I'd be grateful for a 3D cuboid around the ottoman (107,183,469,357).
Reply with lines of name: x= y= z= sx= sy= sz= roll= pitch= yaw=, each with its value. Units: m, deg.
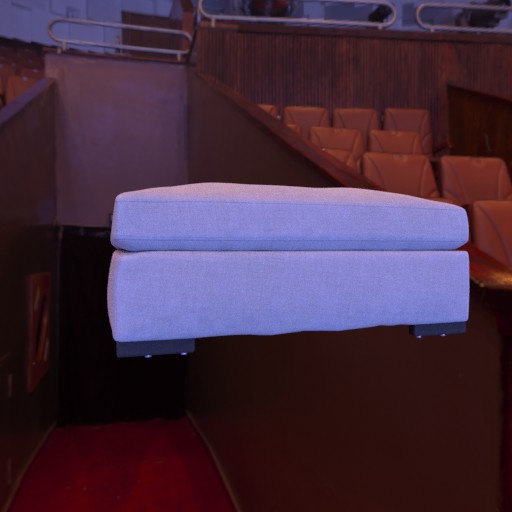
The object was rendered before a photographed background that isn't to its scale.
ottoman: x=0.000 y=0.000 z=1.855 sx=1.171 sy=0.517 sz=1.203 roll=0 pitch=1 yaw=-18
